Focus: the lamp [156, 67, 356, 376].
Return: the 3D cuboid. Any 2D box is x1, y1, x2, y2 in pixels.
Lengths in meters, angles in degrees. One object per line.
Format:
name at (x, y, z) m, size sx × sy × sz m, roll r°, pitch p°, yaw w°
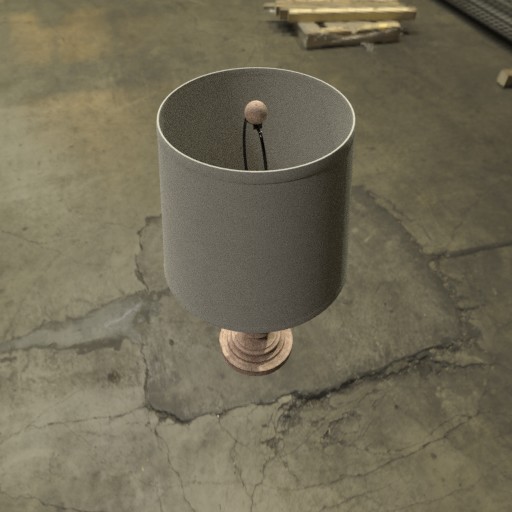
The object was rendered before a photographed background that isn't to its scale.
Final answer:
lamp at (0.000, 0.000, 0.664) m, size 0.273 × 0.497 × 0.273 m, roll 0°, pitch 48°, yaw 0°
